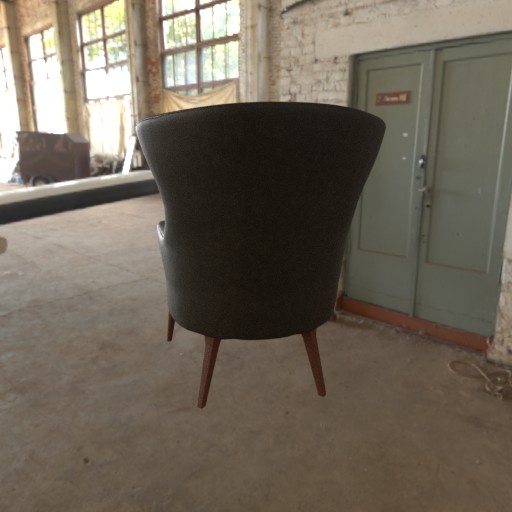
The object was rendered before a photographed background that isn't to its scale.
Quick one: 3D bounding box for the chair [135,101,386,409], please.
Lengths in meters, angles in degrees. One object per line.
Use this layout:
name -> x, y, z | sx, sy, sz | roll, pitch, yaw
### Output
chair -> 0.000, 0.000, 1.734 | 0.819, 1.068, 0.954 | -2, 15, -9
